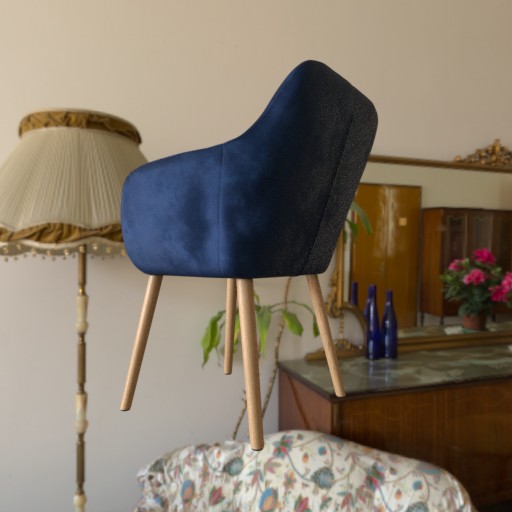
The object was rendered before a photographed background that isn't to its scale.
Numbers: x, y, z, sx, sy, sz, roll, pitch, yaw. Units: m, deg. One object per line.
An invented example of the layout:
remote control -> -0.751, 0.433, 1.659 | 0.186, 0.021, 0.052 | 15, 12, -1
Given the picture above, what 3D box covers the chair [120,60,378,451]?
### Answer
chair -> 0.000, 0.000, 1.214 | 0.573, 0.826, 0.578 | 0, 0, 35
